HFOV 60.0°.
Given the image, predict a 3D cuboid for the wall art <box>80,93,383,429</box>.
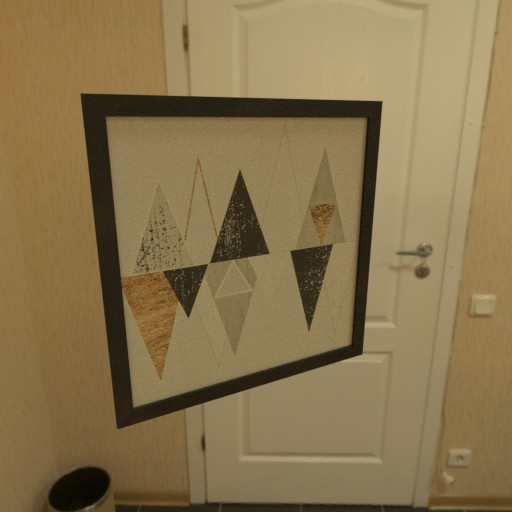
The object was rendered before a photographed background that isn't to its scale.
[{"bbox_3d":[0.000,0.000,1.225,0.823,0.823,0.013,-9,19,-27],"label":"wall art"}]
